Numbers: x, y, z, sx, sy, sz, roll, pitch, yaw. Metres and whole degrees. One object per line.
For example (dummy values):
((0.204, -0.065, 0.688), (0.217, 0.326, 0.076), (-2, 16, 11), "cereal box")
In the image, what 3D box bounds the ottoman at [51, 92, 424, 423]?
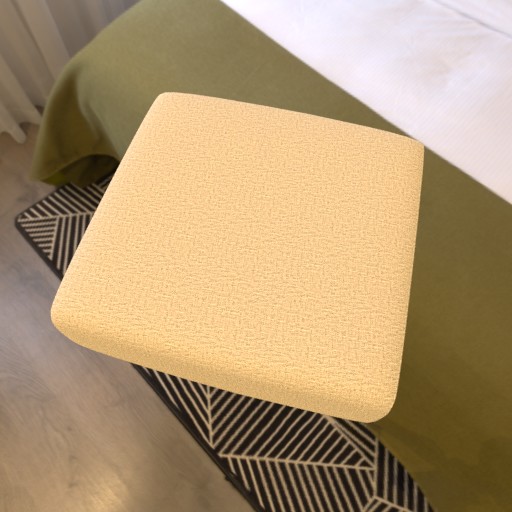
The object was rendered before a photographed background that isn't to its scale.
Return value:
((0.000, 0.000, 1.059), (0.650, 0.398, 0.649), (13, 63, 7), "ottoman")
